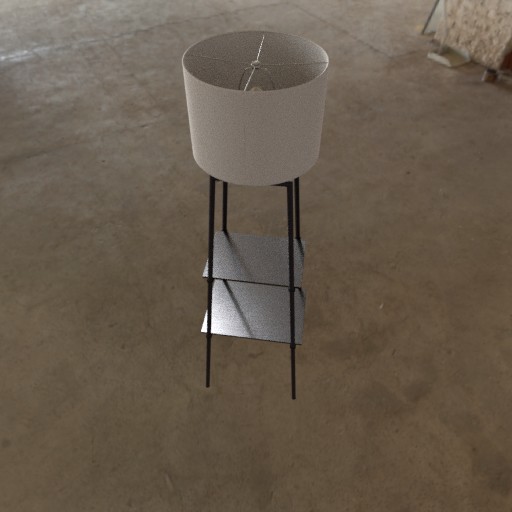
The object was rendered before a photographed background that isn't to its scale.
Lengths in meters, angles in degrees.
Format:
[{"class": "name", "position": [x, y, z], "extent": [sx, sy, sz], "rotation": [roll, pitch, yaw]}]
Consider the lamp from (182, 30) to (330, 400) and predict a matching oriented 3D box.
[{"class": "lamp", "position": [0.000, 0.000, 1.666], "extent": [0.427, 1.474, 0.384], "rotation": [6, 47, 6]}]
